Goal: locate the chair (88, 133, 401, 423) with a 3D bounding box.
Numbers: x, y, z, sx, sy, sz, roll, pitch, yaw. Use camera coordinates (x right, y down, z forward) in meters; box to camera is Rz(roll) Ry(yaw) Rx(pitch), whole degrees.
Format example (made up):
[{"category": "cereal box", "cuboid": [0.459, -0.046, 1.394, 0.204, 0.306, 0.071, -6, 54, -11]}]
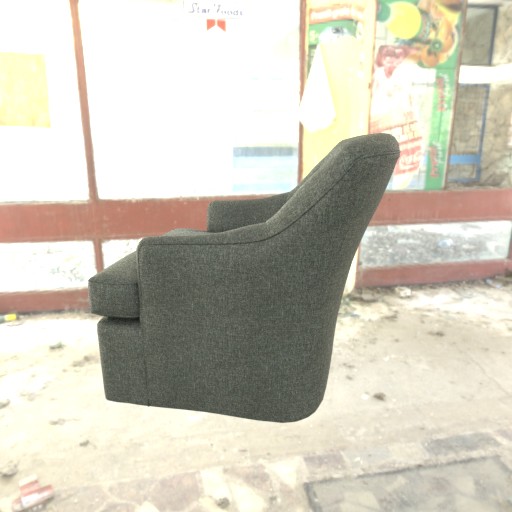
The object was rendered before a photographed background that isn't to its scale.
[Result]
[{"category": "chair", "cuboid": [0.000, 0.000, 1.599, 0.923, 0.856, 0.864, 3, 15, 9]}]
